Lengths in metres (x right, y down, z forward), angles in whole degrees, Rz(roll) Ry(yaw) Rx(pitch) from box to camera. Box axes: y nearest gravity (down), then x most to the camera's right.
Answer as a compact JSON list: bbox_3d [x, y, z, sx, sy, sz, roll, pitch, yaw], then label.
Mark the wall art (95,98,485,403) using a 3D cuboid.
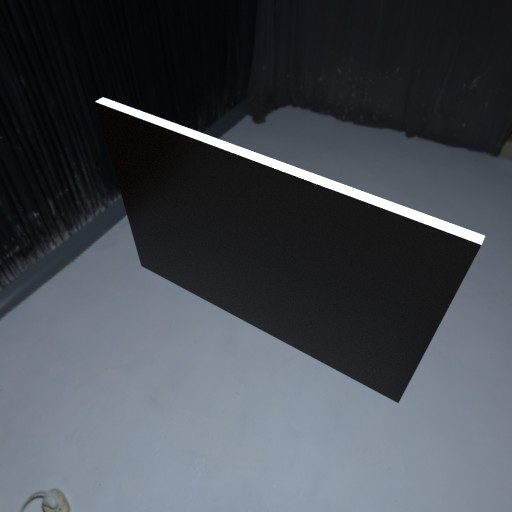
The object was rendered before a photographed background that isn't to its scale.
[{"bbox_3d":[0.000,0.000,1.159,0.932,0.610,0.027,25,51,22],"label":"wall art"}]
